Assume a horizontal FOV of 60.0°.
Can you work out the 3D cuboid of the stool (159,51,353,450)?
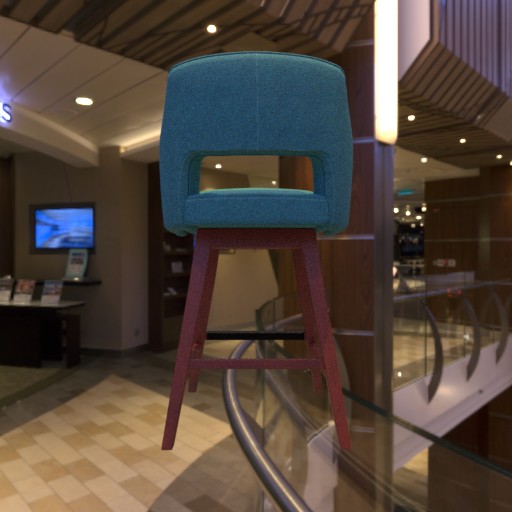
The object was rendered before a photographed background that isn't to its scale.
[{"bbox_3d":[0.000,0.000,1.302,0.548,0.961,0.556,0,1,0],"label":"stool"}]
